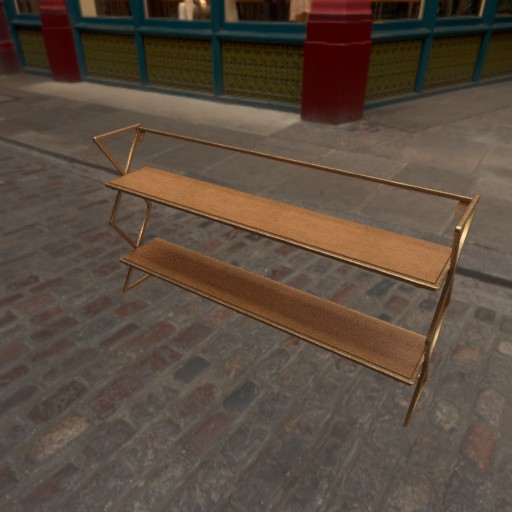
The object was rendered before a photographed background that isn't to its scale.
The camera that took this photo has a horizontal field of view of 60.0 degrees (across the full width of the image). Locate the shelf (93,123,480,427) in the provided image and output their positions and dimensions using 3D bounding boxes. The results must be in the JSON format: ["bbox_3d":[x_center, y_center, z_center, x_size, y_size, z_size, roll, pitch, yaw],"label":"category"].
[{"bbox_3d":[0.000,0.000,1.014,0.822,0.450,0.150,19,36,28],"label":"shelf"}]
